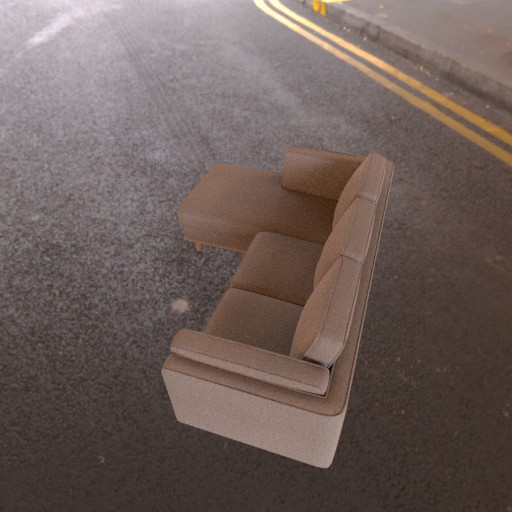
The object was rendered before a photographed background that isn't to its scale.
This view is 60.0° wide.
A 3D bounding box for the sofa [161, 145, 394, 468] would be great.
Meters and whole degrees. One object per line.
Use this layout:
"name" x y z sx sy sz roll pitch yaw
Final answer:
"sofa" 0.000 0.000 3.119 1.604 0.929 2.411 12 42 14
